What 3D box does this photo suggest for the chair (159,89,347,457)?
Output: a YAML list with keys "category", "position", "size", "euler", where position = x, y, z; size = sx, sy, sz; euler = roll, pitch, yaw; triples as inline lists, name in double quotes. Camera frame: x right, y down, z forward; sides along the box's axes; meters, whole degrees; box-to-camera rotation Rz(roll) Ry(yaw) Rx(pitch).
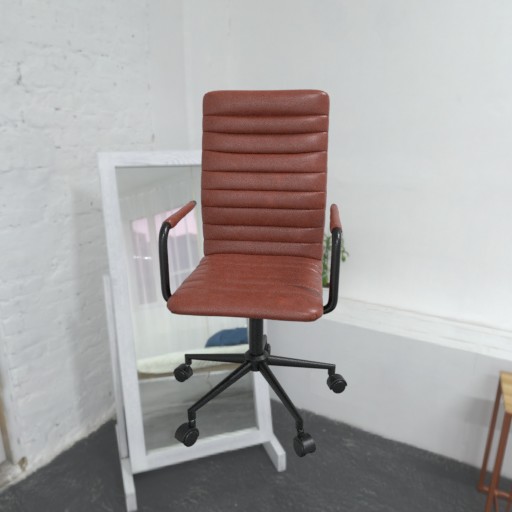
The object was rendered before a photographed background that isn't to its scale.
- category: "chair"
  position: [0.000, 0.000, 1.353]
  size: [0.608, 0.979, 0.580]
  euler: [2, 17, 8]
